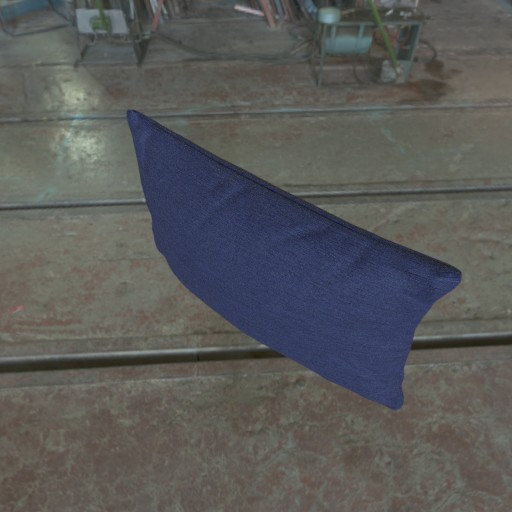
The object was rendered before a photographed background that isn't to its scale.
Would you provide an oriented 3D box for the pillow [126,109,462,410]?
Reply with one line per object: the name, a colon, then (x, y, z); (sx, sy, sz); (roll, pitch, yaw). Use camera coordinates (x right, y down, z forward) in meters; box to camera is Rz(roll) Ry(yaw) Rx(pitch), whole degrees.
pillow: (0.000, 0.000, 0.775); (0.633, 0.338, 0.210); (32, 53, 28)
